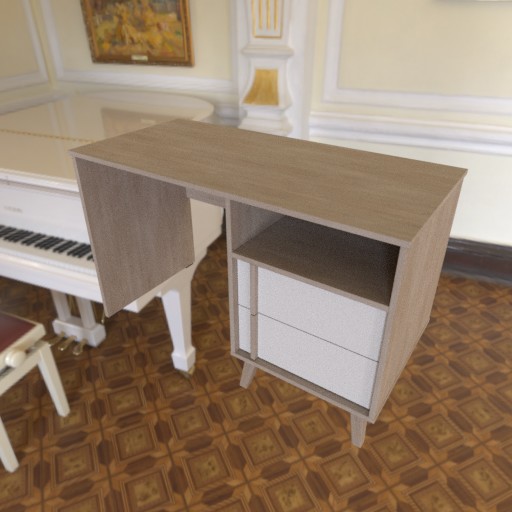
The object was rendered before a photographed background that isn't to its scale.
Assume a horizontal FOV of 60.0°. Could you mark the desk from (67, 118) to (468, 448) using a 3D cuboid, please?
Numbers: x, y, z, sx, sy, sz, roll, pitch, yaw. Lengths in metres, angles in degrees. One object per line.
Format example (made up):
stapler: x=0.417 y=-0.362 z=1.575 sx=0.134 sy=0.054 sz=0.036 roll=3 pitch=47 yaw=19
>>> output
desk: x=0.000 y=0.000 z=1.714 sx=1.251 sy=0.770 sz=0.600 roll=19 pitch=35 yaw=29
